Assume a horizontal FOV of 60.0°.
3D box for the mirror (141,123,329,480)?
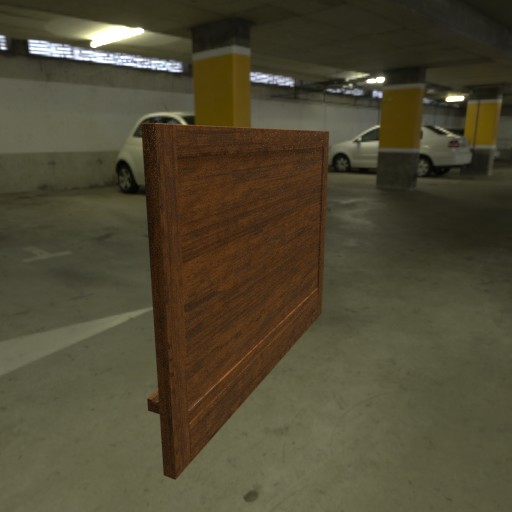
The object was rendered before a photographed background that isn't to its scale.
[{"bbox_3d":[0.000,0.000,0.972,0.084,0.537,0.758,7,16,25],"label":"mirror"}]
